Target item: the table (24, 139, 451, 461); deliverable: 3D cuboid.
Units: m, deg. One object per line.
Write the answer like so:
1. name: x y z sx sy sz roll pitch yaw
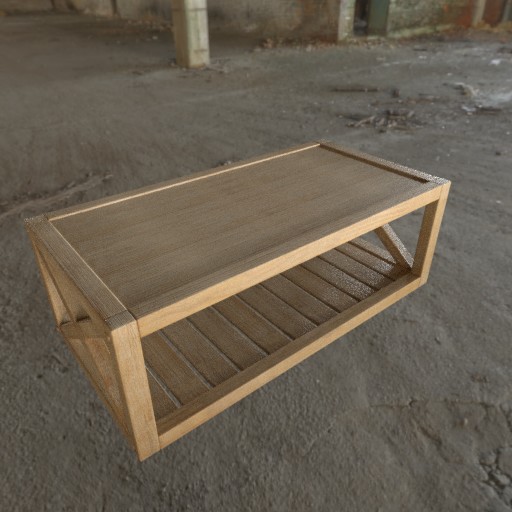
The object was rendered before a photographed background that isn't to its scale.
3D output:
1. table: 0.000 0.000 1.615 1.321 0.457 0.660 -23 39 -32
